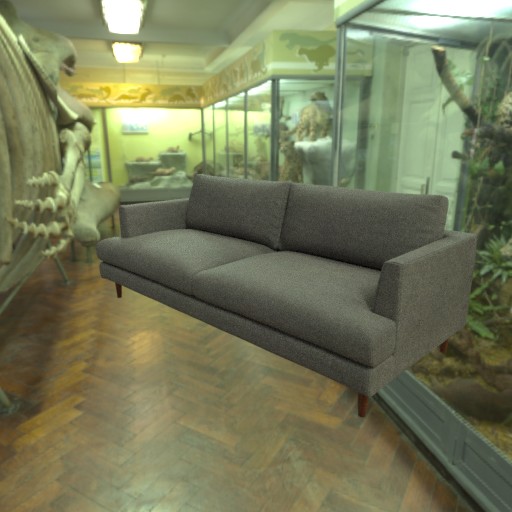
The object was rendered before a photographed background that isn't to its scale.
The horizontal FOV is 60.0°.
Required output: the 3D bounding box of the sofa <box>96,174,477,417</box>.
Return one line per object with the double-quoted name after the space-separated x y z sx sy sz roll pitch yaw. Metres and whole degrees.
0.000 0.000 2.749 2.250 0.868 1.020 14 20 43 "sofa"
